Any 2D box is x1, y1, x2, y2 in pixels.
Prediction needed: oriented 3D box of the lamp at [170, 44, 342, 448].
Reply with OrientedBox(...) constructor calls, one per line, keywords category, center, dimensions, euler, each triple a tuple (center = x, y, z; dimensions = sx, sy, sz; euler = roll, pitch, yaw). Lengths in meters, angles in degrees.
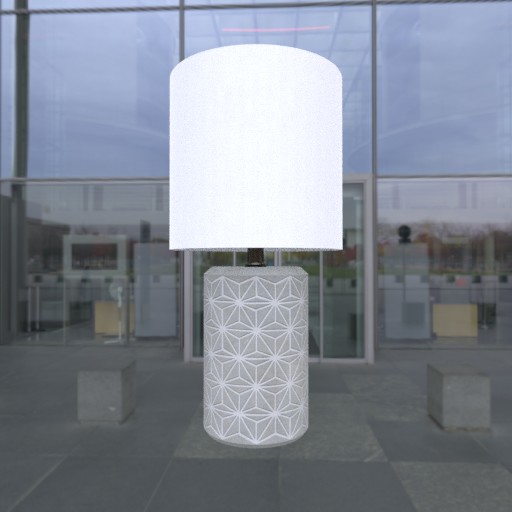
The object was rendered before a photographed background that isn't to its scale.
OrientedBox(category="lamp", center=(0.000, 0.000, 0.538), dimensions=(0.206, 0.416, 0.206), euler=(0, -1, 18))
